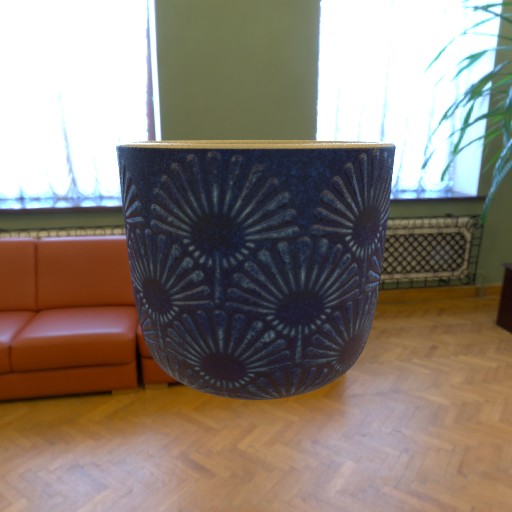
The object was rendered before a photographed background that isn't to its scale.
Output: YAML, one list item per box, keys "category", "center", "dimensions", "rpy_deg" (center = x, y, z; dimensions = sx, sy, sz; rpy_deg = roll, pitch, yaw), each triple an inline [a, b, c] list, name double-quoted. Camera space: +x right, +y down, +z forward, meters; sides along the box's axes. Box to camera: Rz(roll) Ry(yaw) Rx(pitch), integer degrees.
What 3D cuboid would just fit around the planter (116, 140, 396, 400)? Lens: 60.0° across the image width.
- category: "planter"
  center: [0.000, 0.000, 0.218]
  dimensions: [0.124, 0.109, 0.124]
  rpy_deg: [0, 15, 0]
